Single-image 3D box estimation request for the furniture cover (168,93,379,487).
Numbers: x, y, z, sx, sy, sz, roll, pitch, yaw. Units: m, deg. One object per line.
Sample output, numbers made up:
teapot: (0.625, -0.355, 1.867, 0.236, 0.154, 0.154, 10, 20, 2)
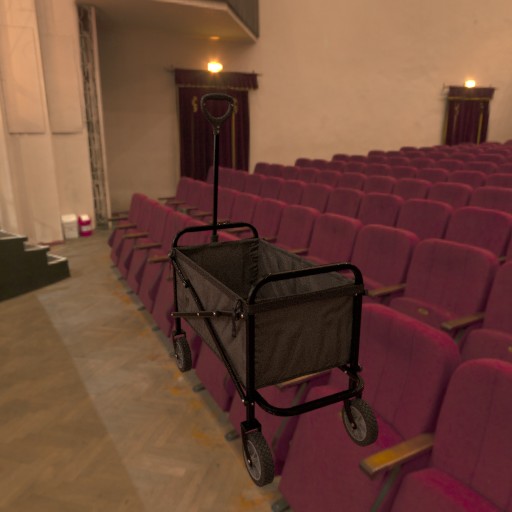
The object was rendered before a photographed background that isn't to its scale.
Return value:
furniture cover: (0.000, 0.000, 1.790, 0.532, 1.295, 1.038, -8, 17, -26)
